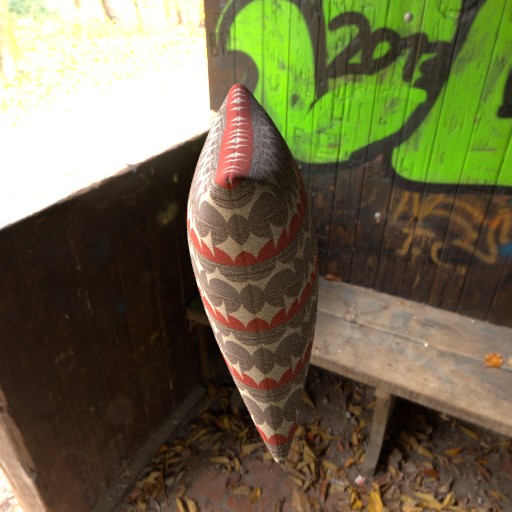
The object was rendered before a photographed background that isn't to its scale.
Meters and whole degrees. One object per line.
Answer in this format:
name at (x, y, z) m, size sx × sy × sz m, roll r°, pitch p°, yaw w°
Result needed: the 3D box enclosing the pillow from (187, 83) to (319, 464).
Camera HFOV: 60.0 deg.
pillow at (0.000, 0.000, 0.657) m, size 0.180 × 0.410 × 0.420 m, roll 0°, pitch 32°, yaw -1°
